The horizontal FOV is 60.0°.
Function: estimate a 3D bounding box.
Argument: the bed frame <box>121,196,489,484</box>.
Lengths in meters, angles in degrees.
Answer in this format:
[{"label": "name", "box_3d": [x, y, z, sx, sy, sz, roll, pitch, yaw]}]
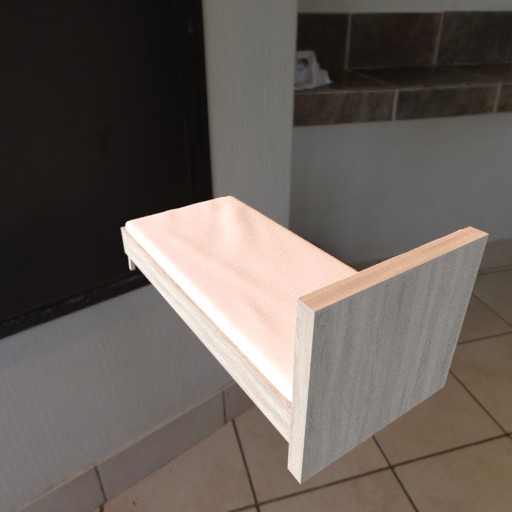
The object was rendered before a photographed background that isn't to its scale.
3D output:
[{"label": "bed frame", "box_3d": [0.000, 0.000, 2.678, 0.990, 0.920, 2.140, -19, 35, -29]}]
